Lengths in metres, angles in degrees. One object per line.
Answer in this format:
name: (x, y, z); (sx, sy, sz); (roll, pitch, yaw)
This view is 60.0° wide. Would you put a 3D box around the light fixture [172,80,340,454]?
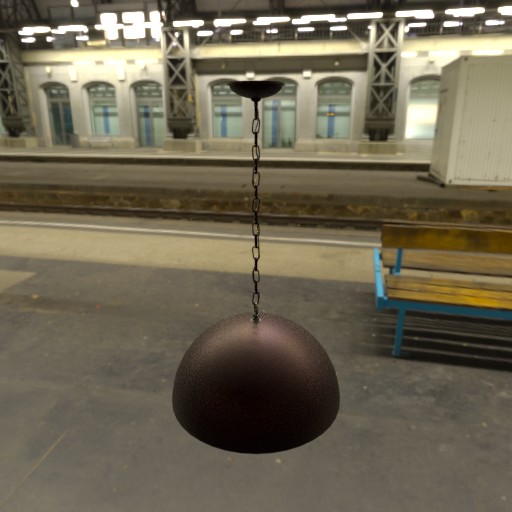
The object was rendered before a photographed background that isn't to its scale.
light fixture: (0.000, 0.000, 1.192); (0.492, 0.869, 0.492); (-3, 17, -9)
